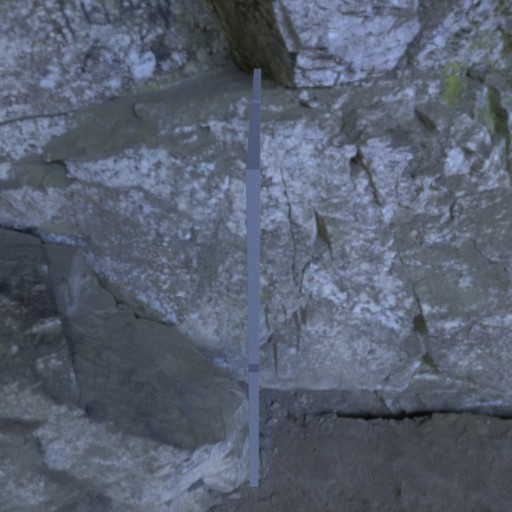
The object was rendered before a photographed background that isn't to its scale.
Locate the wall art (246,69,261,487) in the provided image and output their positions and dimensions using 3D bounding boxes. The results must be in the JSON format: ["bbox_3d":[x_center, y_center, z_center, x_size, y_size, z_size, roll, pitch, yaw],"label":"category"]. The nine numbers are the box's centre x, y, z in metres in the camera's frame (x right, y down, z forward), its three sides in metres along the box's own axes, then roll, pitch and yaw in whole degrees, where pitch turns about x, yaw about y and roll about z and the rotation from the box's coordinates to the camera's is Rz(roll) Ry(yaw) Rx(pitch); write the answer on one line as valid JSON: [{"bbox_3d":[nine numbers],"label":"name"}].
[{"bbox_3d":[0.000,0.000,1.656,0.029,1.118,1.118,0,32,1],"label":"wall art"}]
